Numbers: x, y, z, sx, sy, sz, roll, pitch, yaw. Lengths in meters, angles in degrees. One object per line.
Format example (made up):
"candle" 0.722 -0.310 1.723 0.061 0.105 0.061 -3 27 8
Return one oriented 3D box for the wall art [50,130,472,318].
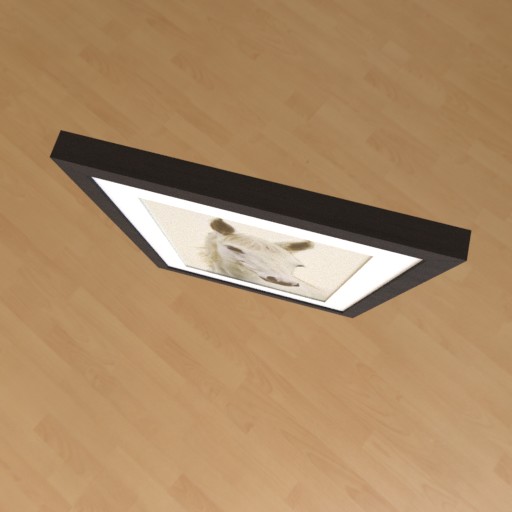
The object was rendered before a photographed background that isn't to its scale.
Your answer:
"wall art" 0.000 0.000 0.739 0.455 0.552 0.034 14 76 4
